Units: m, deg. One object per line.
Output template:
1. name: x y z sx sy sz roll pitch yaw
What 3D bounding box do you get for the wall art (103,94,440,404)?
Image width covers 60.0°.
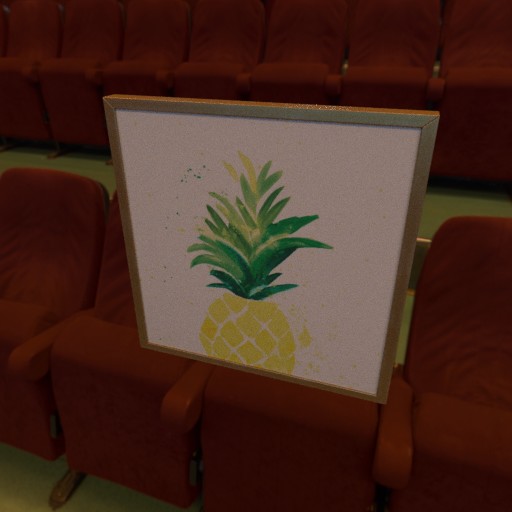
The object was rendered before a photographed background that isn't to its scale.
1. wall art: 0.000 0.000 0.774 0.510 0.509 0.033 9 29 16
